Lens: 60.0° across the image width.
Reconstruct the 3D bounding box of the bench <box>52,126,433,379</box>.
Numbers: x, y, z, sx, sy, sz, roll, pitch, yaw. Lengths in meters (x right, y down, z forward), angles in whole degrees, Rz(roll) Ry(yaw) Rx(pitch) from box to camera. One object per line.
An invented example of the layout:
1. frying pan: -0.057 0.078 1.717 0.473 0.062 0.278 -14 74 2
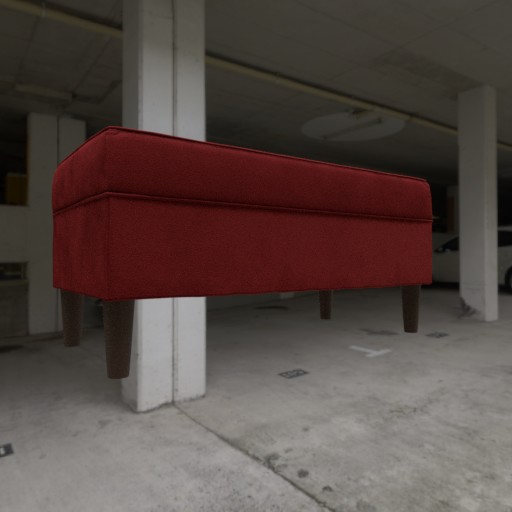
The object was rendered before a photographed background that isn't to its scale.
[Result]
1. bench: 0.000 0.000 1.273 1.016 0.471 0.492 0 -1 -35
